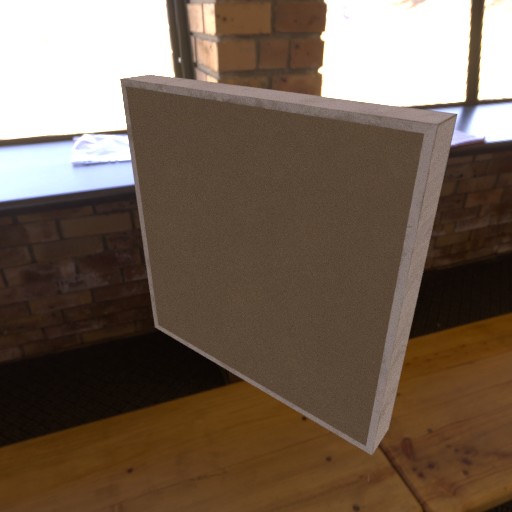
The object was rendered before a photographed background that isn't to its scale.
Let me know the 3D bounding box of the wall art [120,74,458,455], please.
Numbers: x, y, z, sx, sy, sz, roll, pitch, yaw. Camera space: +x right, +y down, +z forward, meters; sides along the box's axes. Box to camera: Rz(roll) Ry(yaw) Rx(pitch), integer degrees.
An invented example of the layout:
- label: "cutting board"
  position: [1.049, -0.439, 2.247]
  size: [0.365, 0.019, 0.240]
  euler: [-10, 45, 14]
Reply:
- label: "wall art"
  position: [0.000, 0.000, 0.433]
  size: [0.305, 0.303, 0.038]
  euler: [21, 36, 33]
